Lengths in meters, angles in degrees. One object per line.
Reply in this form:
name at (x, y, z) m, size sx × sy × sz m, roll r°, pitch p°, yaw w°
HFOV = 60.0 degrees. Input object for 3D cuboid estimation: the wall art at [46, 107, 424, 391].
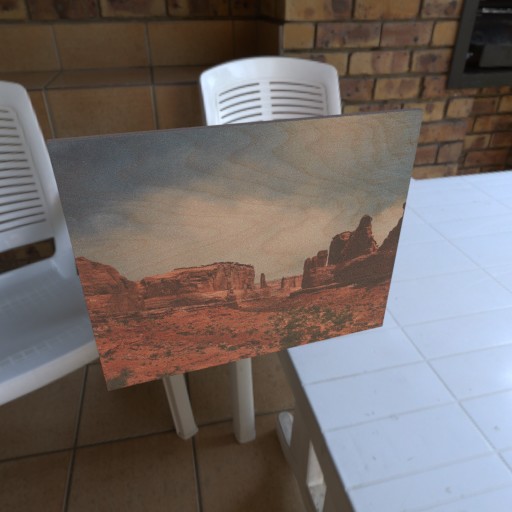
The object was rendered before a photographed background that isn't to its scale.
wall art at (0.000, 0.000, 0.683) m, size 0.508 × 0.406 × 0.013 m, roll -10°, pitch 33°, yaw -16°
